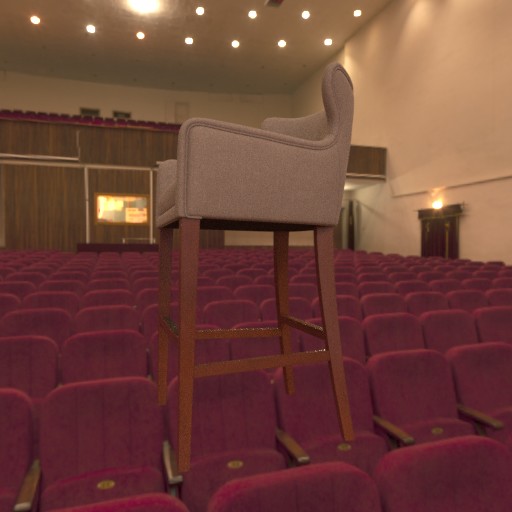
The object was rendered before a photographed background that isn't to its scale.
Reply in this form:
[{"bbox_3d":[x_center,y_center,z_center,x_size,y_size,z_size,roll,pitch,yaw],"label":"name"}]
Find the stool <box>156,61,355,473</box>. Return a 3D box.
[{"bbox_3d":[0.000,0.000,1.406,0.575,1.047,0.575,0,1,-18],"label":"stool"}]
